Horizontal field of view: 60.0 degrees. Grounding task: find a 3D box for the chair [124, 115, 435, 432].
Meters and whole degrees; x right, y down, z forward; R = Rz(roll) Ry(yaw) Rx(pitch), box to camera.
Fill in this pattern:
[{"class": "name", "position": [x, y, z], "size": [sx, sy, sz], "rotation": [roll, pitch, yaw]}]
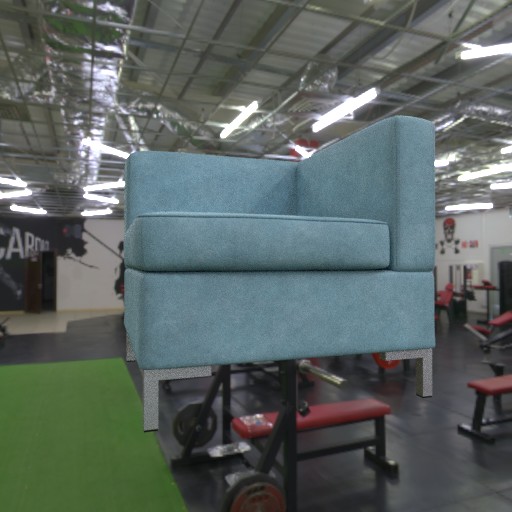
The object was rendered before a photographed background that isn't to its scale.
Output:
[{"class": "chair", "position": [0.000, 0.000, 1.215], "size": [0.691, 0.660, 0.684], "rotation": [0, -1, -19]}]
